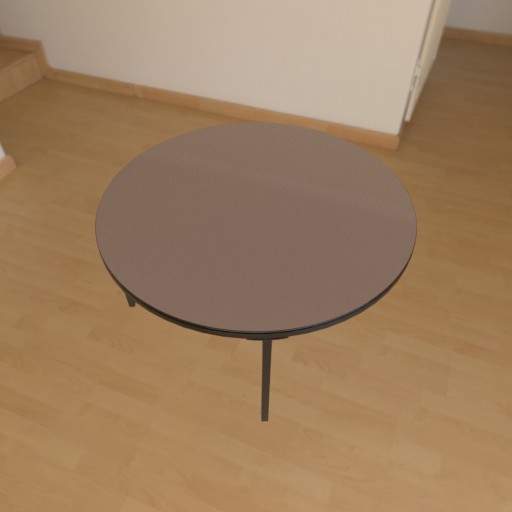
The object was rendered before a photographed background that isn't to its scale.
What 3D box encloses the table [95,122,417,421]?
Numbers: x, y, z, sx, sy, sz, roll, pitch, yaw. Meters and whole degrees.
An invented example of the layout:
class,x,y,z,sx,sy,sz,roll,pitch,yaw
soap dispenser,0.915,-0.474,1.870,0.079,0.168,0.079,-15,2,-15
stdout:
class,x,y,z,sx,sy,sz,roll,pitch,yaw
table,0.000,0.000,1.275,0.800,0.400,0.800,0,46,0
